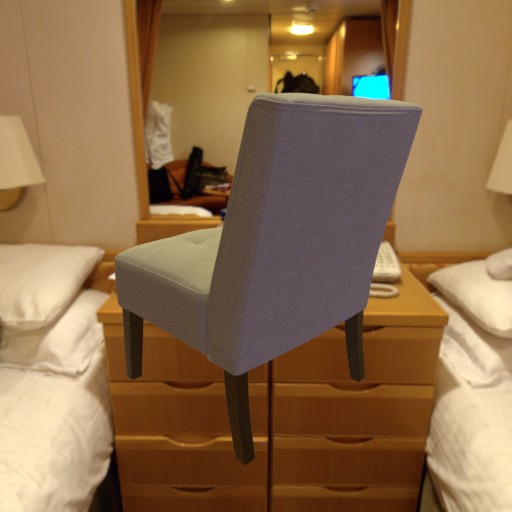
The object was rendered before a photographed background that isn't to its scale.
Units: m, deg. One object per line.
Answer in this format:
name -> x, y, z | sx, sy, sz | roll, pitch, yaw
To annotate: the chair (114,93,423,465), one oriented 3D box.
chair -> 0.000, 0.000, 1.288 | 0.676, 0.853, 0.569 | 16, 23, 42
